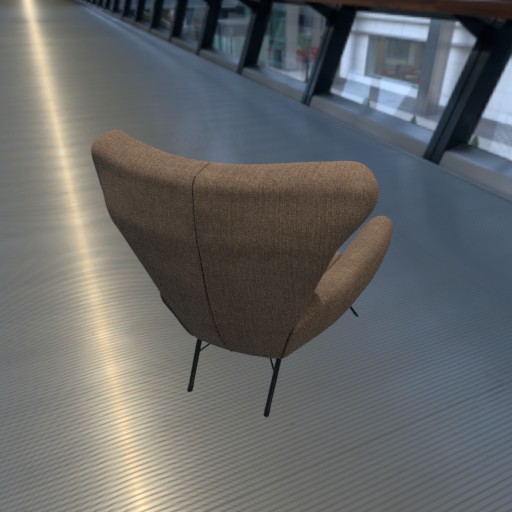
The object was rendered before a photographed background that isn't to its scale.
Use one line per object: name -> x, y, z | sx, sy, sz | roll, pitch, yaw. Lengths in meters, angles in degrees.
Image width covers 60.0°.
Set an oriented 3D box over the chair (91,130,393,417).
chair -> 0.000, 0.000, 1.761 | 0.980, 1.040, 0.900 | 11, 33, 17
